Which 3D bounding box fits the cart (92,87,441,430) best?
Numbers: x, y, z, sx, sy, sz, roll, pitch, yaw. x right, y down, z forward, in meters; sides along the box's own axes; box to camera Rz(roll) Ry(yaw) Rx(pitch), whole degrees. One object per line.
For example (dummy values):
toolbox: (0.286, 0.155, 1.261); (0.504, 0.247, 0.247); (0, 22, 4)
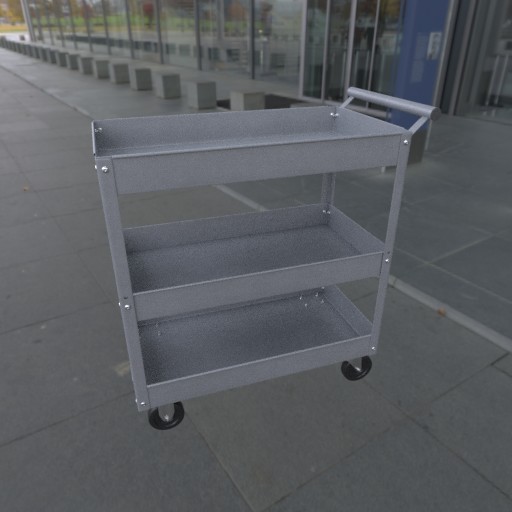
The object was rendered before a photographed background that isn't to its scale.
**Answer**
cart: (0.000, 0.000, 1.181); (0.719, 0.780, 0.366); (-9, 29, -17)
